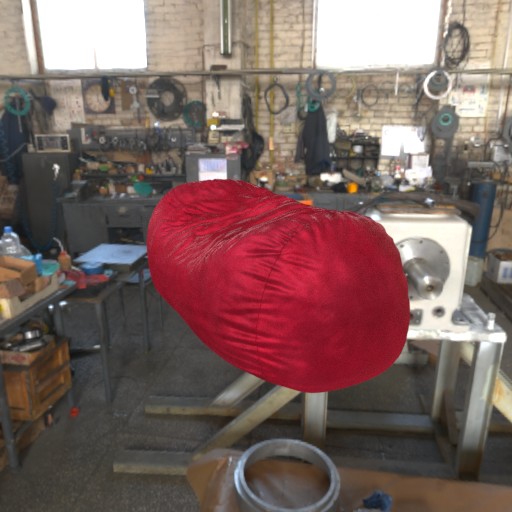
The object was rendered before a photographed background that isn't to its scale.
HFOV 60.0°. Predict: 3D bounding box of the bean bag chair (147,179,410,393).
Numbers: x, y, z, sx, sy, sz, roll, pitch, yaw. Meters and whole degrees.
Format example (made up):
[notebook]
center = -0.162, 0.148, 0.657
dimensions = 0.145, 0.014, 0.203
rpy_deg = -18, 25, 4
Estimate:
[bean bag chair]
center = 0.000, 0.000, 2.941
dimensions = 1.216, 0.867, 2.293
rpy_deg = -8, 18, -25
